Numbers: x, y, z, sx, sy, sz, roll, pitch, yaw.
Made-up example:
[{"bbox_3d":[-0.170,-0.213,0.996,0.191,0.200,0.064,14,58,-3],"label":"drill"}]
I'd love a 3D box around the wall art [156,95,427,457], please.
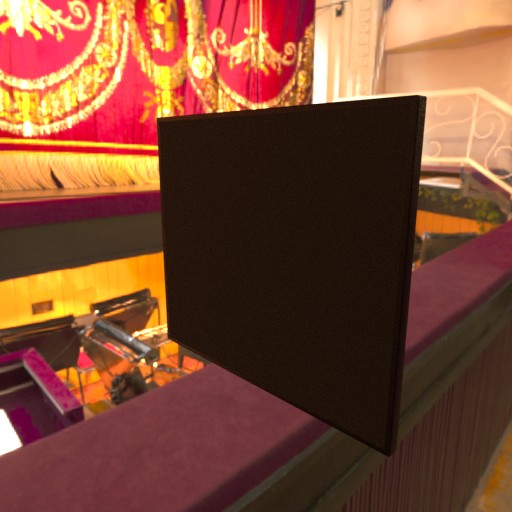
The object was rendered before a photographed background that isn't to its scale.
[{"bbox_3d":[0.000,0.000,0.715,0.018,0.450,0.521,-13,19,-43],"label":"wall art"}]
